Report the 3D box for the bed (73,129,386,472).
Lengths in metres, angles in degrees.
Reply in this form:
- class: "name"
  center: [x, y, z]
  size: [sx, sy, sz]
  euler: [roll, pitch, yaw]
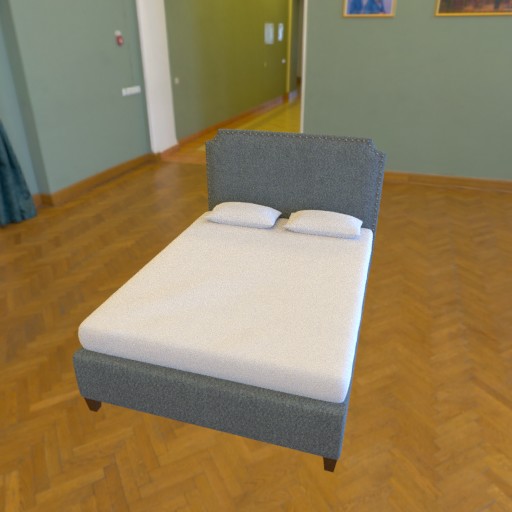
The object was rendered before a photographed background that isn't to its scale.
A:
- class: "bed"
  center: [0.000, 0.000, 3.414]
  size: [1.712, 1.443, 2.372]
  euler: [8, 28, 15]
